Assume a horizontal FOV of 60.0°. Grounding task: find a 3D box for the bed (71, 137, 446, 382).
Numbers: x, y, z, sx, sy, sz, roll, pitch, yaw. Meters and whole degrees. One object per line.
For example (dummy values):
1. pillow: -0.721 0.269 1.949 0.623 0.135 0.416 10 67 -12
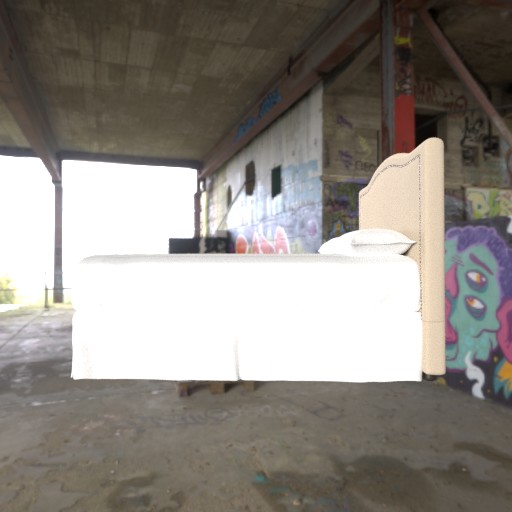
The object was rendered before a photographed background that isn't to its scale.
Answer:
1. bed: 0.000 0.000 3.329 2.143 1.460 1.753 0 -1 1
